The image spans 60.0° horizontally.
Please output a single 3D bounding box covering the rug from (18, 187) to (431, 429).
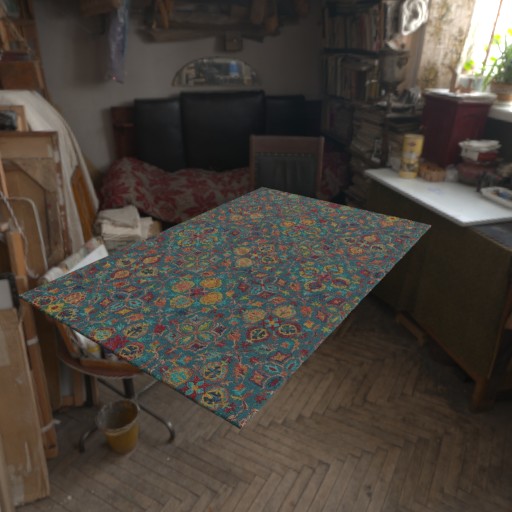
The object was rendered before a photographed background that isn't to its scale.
[{"bbox_3d":[0.000,0.000,2.260,1.216,0.014,1.836,18,32,31],"label":"rug"}]
